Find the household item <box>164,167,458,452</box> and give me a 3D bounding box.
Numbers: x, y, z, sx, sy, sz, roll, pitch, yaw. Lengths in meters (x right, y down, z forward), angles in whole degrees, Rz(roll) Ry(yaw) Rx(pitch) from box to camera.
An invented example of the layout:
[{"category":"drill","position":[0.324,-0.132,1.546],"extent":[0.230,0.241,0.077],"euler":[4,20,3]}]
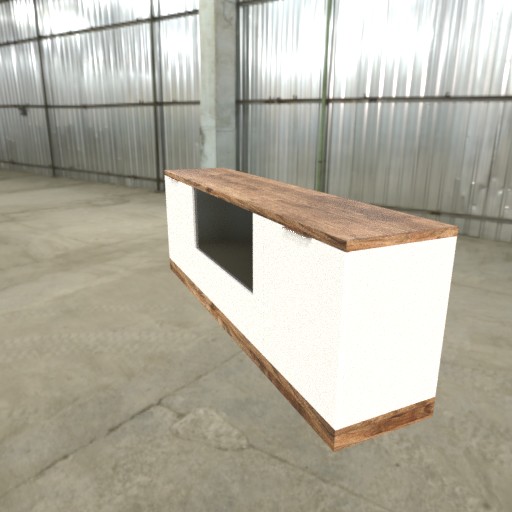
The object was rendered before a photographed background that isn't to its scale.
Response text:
[{"category":"household item","position":[0.000,0.000,2.011],"extent":[0.390,0.615,1.800],"euler":[-8,19,-24]}]
